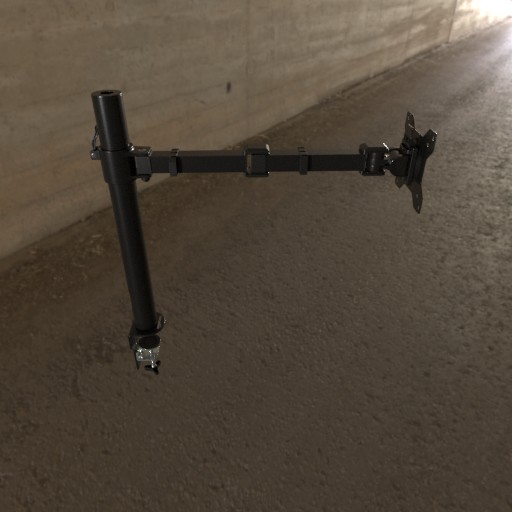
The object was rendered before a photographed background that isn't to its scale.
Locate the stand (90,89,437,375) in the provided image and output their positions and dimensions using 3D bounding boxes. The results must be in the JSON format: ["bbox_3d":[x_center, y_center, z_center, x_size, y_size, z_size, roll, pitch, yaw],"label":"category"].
[{"bbox_3d":[0.000,0.000,0.718,0.456,0.510,0.115,-1,32,-2],"label":"stand"}]
